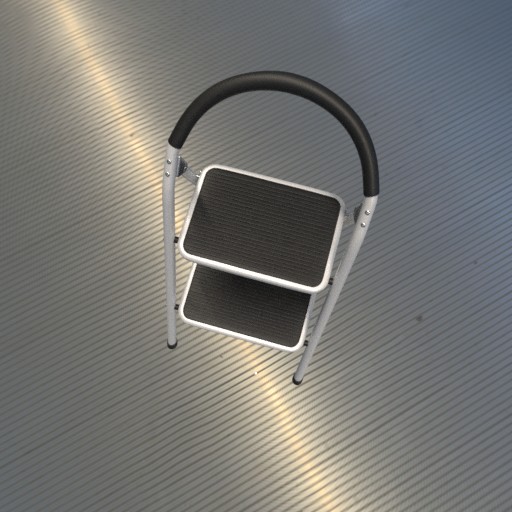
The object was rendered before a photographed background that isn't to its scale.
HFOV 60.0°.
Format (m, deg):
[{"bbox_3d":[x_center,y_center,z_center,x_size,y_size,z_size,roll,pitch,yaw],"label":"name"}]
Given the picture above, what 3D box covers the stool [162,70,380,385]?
[{"bbox_3d":[0.000,0.000,1.129,0.453,0.760,0.559,15,76,4],"label":"stool"}]
